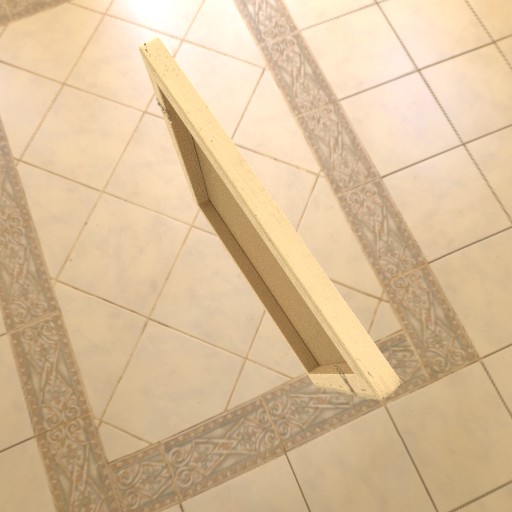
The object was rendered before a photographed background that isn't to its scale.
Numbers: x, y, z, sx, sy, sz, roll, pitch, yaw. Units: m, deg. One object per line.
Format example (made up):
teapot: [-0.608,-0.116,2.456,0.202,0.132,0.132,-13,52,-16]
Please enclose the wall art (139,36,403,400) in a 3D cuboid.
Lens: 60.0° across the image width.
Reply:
wall art: [0.000,0.000,0.900,0.040,0.611,0.610,-32,77,-8]
